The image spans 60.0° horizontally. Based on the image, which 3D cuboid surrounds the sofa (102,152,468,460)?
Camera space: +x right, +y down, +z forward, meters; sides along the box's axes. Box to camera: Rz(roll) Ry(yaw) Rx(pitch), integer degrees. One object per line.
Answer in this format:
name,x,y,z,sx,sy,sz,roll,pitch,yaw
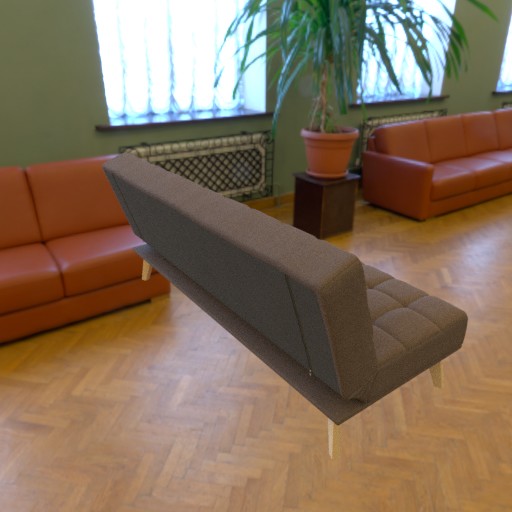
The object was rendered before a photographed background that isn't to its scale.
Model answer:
sofa,0.000,0.000,2.203,0.860,0.810,1.800,-17,30,-32
